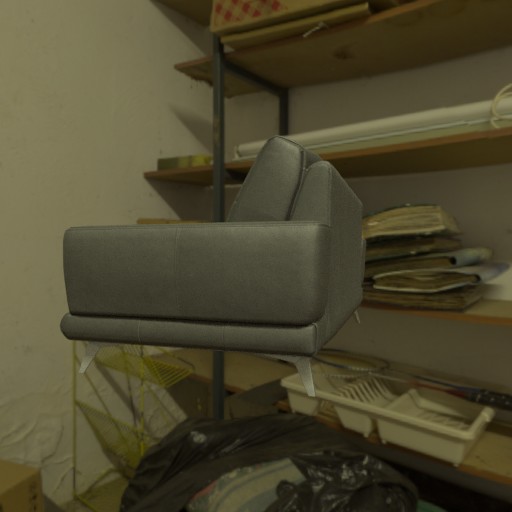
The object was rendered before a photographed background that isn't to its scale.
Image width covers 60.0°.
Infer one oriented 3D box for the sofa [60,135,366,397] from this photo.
[{"bbox_3d":[0.000,0.000,2.356,1.018,0.907,1.806,0,0,18],"label":"sofa"}]
